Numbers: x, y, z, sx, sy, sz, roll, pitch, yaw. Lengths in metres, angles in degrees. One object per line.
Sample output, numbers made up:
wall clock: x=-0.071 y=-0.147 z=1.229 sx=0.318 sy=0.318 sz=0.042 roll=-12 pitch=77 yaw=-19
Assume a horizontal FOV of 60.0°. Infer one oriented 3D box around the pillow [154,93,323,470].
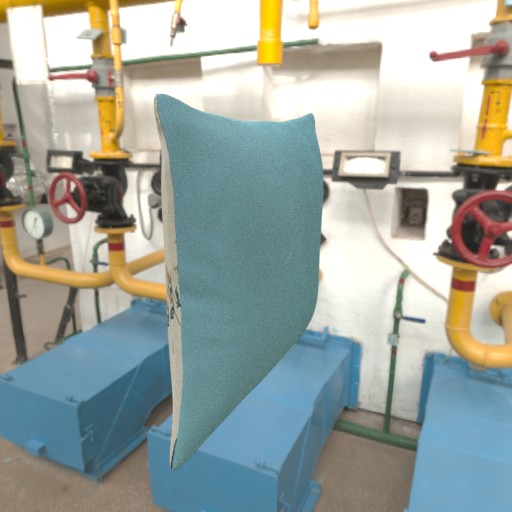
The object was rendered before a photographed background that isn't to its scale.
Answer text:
pillow: x=0.000 y=0.000 z=0.788 sx=0.166 sy=0.507 sz=0.526 roll=7 pitch=17 yaw=25
